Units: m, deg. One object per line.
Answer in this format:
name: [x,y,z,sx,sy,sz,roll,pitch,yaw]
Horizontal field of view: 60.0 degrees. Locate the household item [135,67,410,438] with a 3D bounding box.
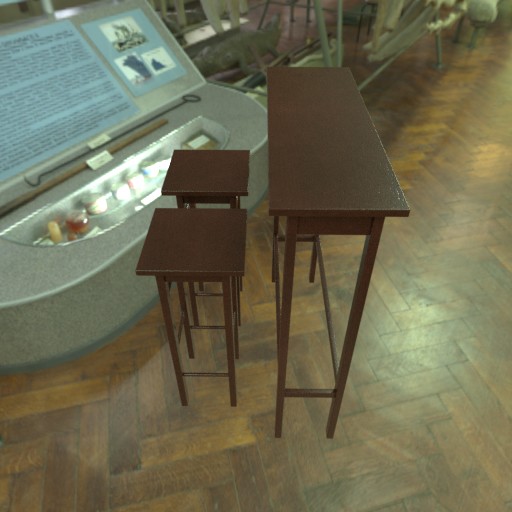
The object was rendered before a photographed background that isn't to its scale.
household item: [0.000,0.000,1.650,0.676,1.067,0.914,0,41,1]
